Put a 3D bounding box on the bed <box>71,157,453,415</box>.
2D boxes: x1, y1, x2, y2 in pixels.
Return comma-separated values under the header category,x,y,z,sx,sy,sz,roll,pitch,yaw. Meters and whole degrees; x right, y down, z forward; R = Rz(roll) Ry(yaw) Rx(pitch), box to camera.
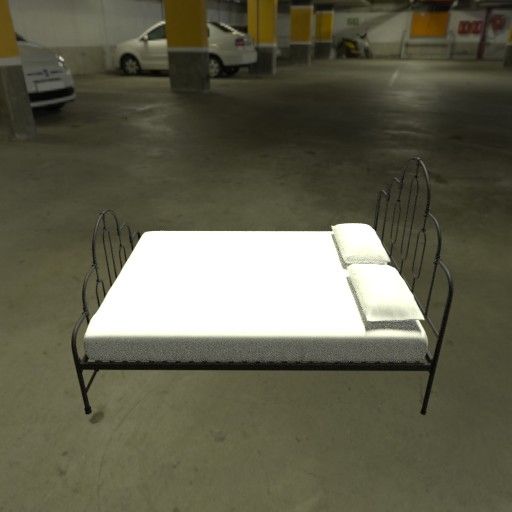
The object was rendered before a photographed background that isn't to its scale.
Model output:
category,x,y,z,sx,sy,sz,roll,pitch,yaw
bed,0.000,0.000,3.210,2.163,1.429,1.640,0,26,0
